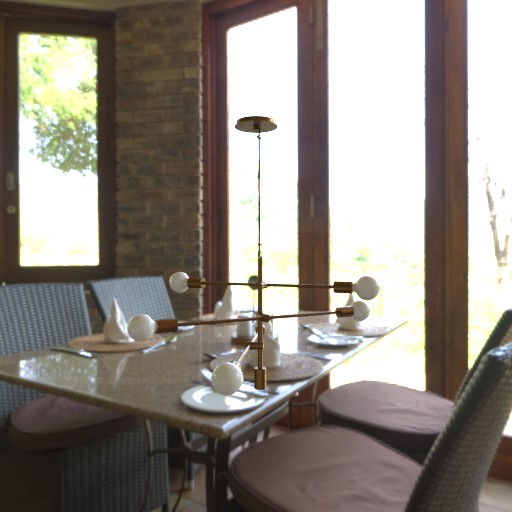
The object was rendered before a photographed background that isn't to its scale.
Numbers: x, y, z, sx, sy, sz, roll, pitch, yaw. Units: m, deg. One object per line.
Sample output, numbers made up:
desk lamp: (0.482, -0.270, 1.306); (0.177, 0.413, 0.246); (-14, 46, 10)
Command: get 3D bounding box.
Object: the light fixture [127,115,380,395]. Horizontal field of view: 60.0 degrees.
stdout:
light fixture: (0.000, 0.000, 1.239); (0.637, 0.744, 0.682); (0, 0, 36)
